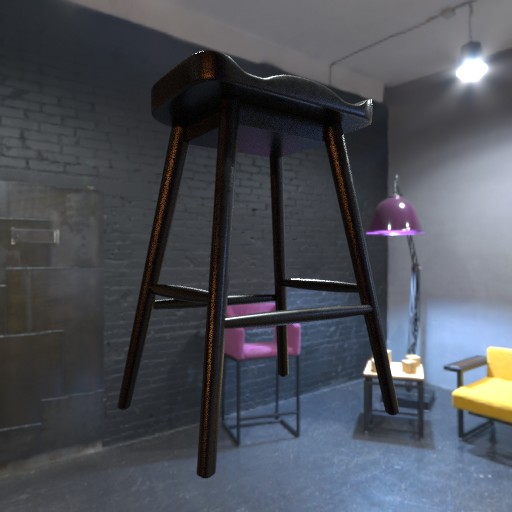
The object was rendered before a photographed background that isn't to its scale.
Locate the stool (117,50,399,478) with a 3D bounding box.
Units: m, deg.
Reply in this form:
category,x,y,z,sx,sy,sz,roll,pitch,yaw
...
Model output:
category,x,y,z,sx,sy,sz,roll,pitch,yaw
stool,0.000,0.000,0.877,0.440,0.615,0.361,0,0,-36
